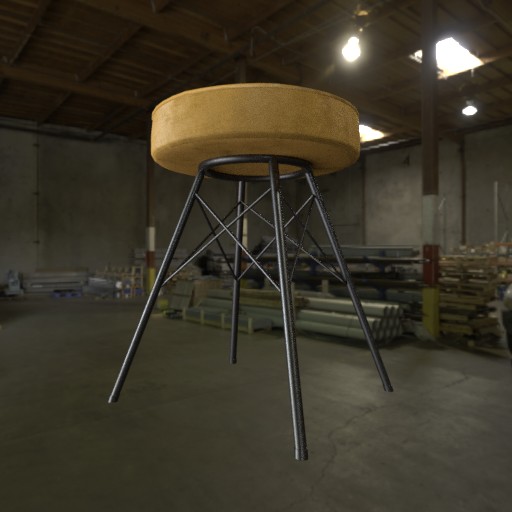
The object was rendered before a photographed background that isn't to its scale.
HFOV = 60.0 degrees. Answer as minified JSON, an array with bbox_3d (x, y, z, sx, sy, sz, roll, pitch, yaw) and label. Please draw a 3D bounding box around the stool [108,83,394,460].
[{"bbox_3d":[0.000,0.000,0.939,0.472,0.595,0.438,0,0,37],"label":"stool"}]
